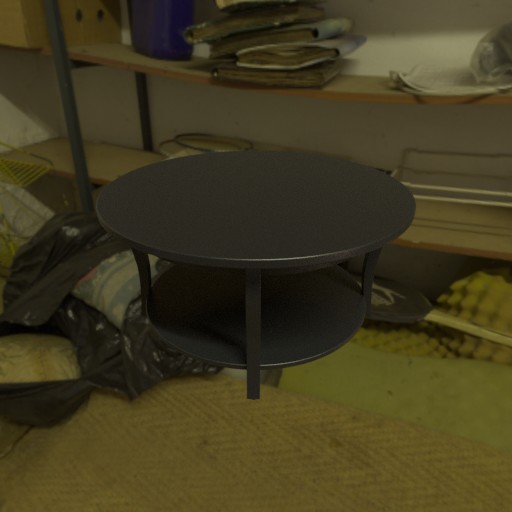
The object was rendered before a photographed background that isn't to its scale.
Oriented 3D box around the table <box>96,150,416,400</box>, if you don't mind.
[{"bbox_3d":[0.000,0.000,1.433,0.914,0.457,0.914,0,27,0],"label":"table"}]
